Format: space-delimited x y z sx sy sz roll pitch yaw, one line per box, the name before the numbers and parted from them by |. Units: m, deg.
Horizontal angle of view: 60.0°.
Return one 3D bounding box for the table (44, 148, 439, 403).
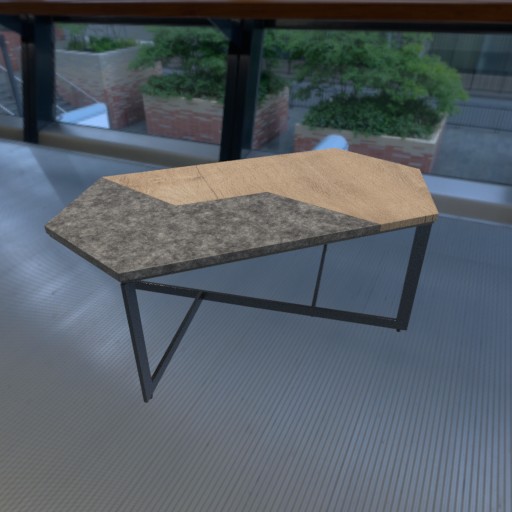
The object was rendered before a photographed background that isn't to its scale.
table | 0.000 0.000 1.496 1.219 0.457 0.609 -11 34 -17
